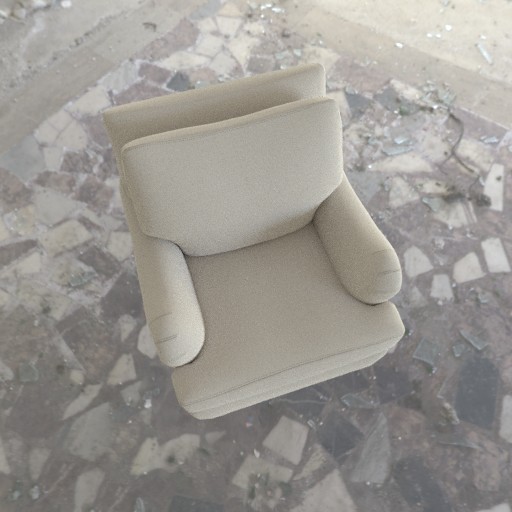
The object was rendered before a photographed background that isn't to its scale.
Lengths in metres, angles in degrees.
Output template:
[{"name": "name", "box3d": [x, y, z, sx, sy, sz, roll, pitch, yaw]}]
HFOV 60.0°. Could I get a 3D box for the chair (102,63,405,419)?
[{"name": "chair", "box3d": [0.000, 0.000, 1.882, 0.955, 1.038, 1.070, -16, 64, -8]}]
